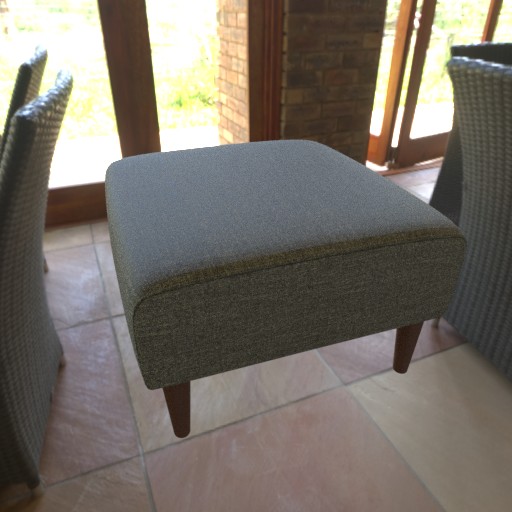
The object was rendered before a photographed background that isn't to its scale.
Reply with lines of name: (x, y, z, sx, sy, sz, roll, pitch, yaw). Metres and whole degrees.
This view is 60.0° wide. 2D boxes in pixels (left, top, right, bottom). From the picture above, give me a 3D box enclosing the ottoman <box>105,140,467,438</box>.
ottoman: (0.000, 0.000, 1.071, 0.648, 0.399, 0.655, -10, 32, -17)
